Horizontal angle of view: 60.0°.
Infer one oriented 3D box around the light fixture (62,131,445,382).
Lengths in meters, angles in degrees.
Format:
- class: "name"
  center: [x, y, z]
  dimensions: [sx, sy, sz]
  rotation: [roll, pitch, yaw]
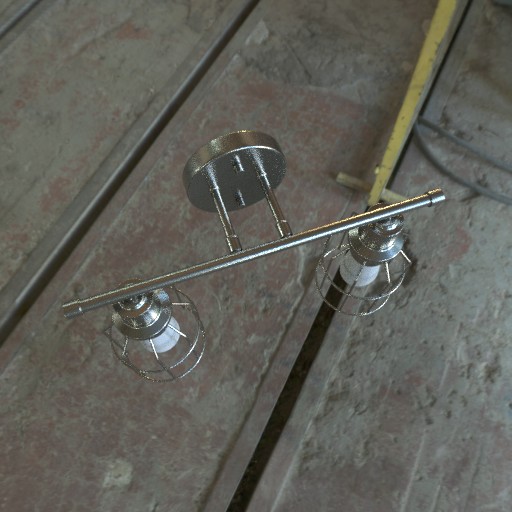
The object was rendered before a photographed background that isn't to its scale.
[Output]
- class: "light fixture"
  center: [0.000, 0.000, 0.529]
  dimensions: [0.406, 0.254, 0.165]
  rotation: [-17, 66, -8]
